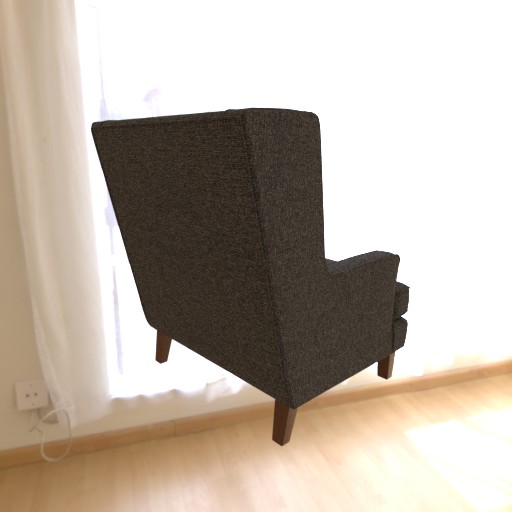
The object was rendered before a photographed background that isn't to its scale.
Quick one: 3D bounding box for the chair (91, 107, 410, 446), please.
[{"bbox_3d":[0.000,0.000,1.833,0.927,1.082,0.942,-13,19,-41],"label":"chair"}]
